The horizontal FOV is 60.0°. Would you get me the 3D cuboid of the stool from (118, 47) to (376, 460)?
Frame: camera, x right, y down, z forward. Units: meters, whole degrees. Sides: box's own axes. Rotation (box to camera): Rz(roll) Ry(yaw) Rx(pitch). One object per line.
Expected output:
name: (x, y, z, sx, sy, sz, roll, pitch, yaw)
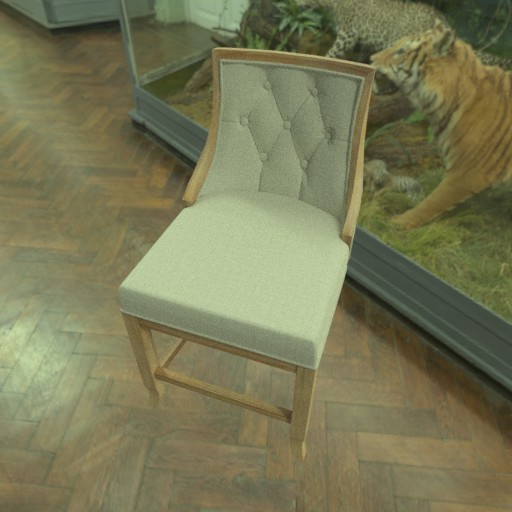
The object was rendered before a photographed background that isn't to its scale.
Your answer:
stool: (0.000, 0.000, 1.277, 0.524, 0.938, 0.626, 14, 44, 15)
